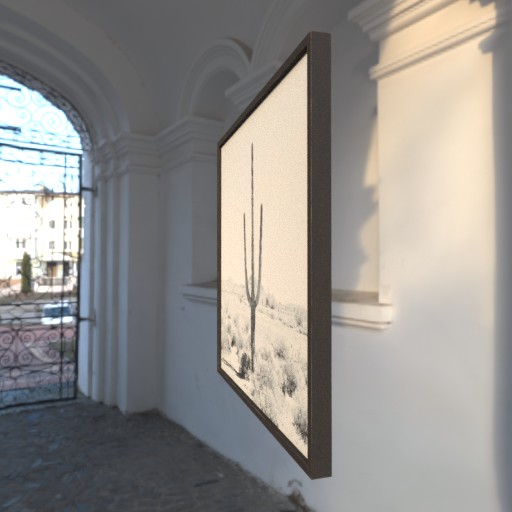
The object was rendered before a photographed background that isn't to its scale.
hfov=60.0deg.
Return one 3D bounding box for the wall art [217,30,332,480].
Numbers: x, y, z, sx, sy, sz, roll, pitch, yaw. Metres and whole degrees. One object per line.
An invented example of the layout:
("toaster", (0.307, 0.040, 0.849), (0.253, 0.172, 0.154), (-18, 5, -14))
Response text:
("wall art", (0.000, 0.000, 1.120), (0.038, 0.762, 0.762), (0, -1, -17))
